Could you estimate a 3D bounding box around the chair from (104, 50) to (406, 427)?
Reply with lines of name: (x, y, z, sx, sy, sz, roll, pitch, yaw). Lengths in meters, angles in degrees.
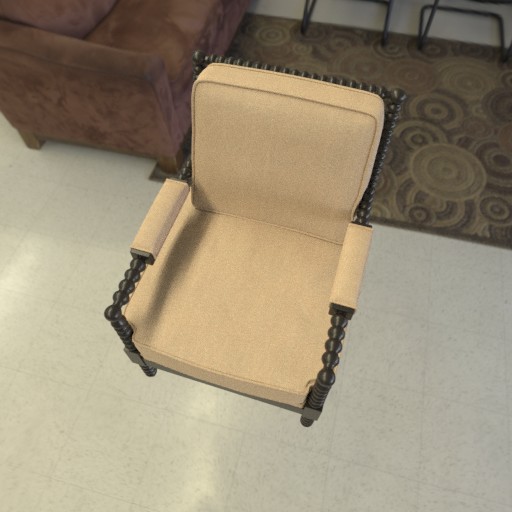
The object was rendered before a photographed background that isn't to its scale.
chair: (0.000, 0.000, 1.174, 0.555, 0.703, 0.657, 15, 59, 9)
